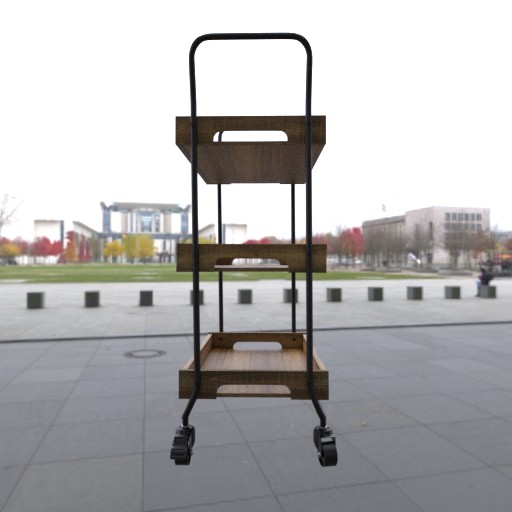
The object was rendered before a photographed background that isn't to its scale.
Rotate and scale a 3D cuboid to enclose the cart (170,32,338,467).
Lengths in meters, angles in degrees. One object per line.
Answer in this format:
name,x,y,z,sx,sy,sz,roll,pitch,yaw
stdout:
cart,0.000,0.000,1.138,0.339,0.857,0.583,0,-1,1
